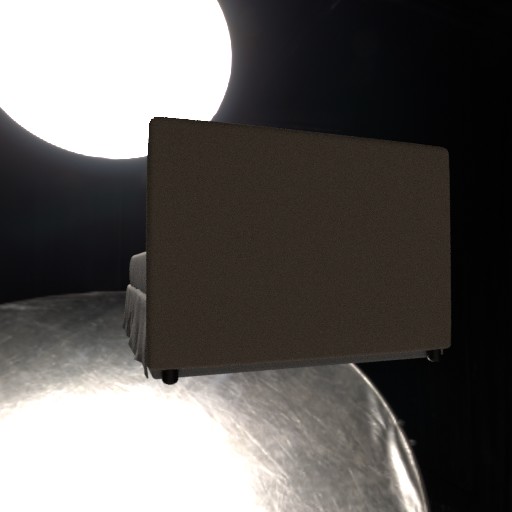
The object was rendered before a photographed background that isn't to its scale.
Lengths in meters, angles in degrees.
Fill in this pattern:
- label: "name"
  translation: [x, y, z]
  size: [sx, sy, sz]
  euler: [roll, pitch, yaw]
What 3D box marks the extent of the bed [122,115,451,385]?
- label: "bed"
  translation: [0.000, 0.000, 3.414]
  size: [1.884, 1.330, 2.142]
  euler: [1, -2, -19]
